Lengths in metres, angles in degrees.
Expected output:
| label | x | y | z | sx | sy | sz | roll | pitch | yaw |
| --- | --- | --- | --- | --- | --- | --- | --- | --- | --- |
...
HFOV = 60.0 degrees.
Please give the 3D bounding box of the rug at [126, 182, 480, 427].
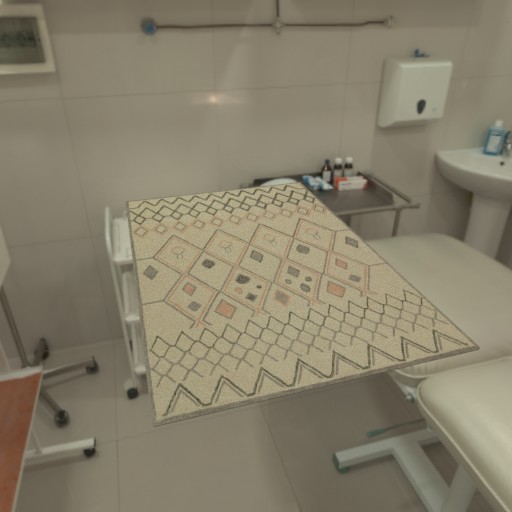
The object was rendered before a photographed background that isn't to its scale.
| label | x | y | z | sx | sy | sz | roll | pitch | yaw |
| --- | --- | --- | --- | --- | --- | --- | --- | --- | --- |
| rug | 0.000 | 0.000 | 2.278 | 1.219 | 0.016 | 1.829 | -9 | 31 | -15 |
